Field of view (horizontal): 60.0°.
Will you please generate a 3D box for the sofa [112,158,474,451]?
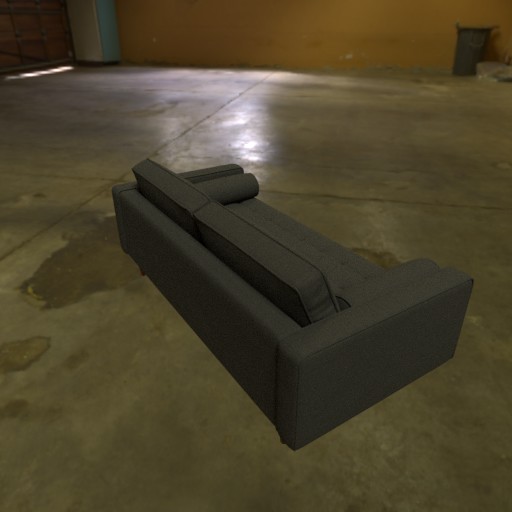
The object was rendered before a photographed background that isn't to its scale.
[{"bbox_3d":[0.000,0.000,2.326,0.914,0.759,1.875,-17,33,-29],"label":"sofa"}]
